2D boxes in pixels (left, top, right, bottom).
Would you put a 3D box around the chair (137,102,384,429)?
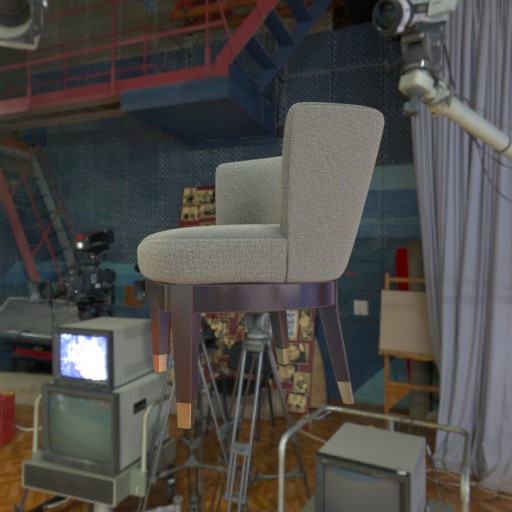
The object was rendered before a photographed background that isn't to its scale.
[{"bbox_3d":[0.000,0.000,1.296,0.660,0.760,0.700,0,0,-19],"label":"chair"}]
